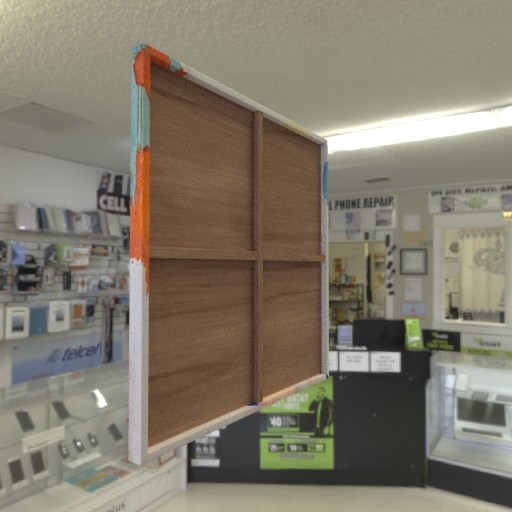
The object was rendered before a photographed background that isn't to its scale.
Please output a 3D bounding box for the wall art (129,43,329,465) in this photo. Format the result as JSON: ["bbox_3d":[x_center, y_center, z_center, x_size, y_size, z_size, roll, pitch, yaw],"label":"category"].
[{"bbox_3d":[0.000,0.000,1.194,0.037,0.814,0.814,-1,-2,35],"label":"wall art"}]
